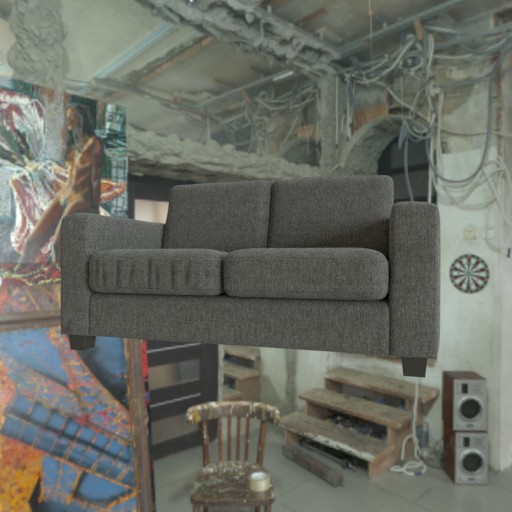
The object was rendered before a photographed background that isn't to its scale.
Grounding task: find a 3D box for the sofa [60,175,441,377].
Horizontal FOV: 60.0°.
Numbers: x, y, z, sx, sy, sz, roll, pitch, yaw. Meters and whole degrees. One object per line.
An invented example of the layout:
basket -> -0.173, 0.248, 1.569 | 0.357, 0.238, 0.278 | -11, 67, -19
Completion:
sofa -> 0.000, 0.000, 2.038 | 1.520, 0.800, 0.900 | 0, 0, 18
